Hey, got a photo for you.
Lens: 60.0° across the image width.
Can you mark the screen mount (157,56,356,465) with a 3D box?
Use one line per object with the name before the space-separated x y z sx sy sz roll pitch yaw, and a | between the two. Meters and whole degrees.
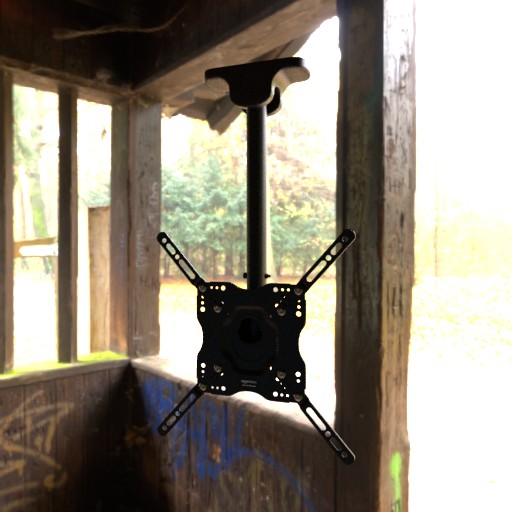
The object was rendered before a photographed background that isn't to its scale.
screen mount | 0.000 0.000 0.871 0.393 0.729 0.090 0 1 19
